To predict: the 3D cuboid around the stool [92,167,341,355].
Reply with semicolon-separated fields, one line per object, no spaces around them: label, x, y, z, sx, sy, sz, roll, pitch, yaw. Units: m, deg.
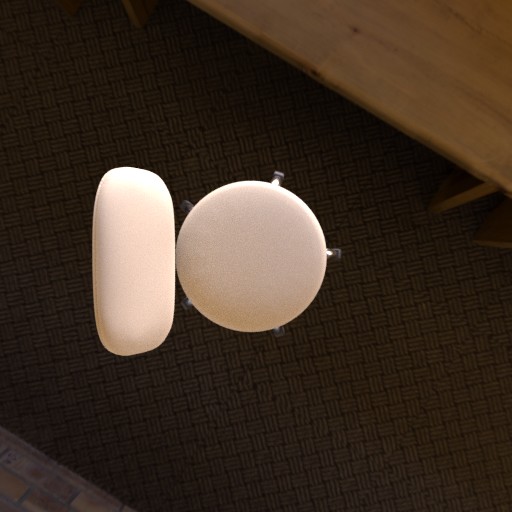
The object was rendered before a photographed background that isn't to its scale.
stool;0.000;0.000;1.238;0.616;0.810;0.609;0;91;0
